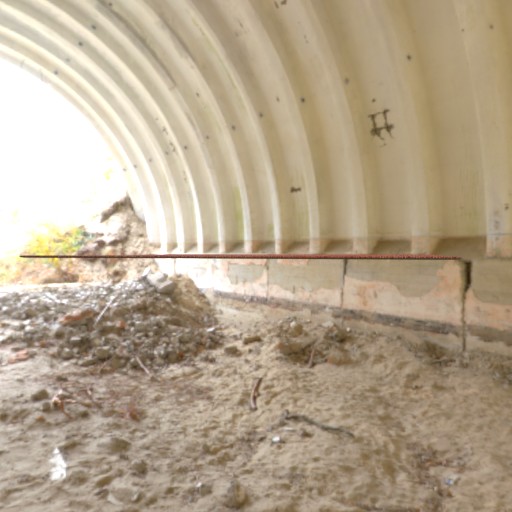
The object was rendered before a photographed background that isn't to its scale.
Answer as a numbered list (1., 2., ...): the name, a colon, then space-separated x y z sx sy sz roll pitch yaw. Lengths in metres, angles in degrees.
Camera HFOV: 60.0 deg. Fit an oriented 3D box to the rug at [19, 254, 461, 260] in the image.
1. rug: 0.000 0.000 5.044 3.965 0.025 2.803 0 1 19
